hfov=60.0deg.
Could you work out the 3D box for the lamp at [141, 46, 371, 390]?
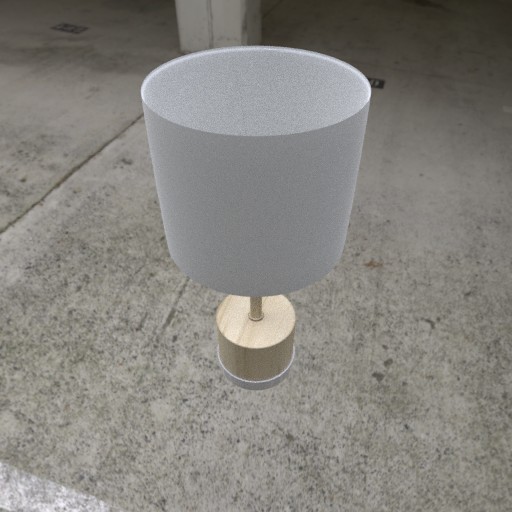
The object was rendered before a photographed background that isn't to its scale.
[{"bbox_3d":[0.000,0.000,0.602,0.229,0.470,0.229,12,44,13],"label":"lamp"}]
